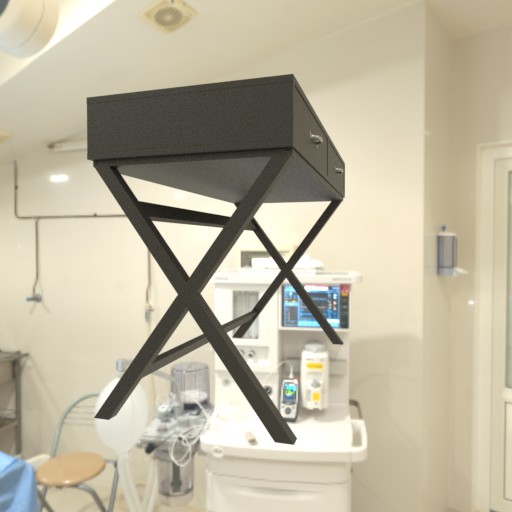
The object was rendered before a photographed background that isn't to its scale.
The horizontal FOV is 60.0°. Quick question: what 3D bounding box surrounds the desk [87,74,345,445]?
[{"bbox_3d":[0.000,0.000,1.498,0.525,0.780,1.057,0,2,17],"label":"desk"}]
